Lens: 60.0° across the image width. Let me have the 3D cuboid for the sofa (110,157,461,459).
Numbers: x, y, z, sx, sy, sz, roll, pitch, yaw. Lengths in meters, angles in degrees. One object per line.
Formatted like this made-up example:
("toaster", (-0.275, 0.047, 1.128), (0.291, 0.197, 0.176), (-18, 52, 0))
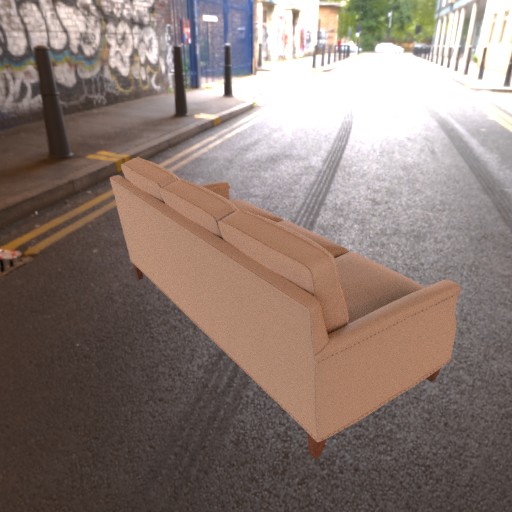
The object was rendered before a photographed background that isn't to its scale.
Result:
("sofa", (0.000, 0.000, 2.830), (1.084, 1.003, 2.246), (-17, 31, -32))
